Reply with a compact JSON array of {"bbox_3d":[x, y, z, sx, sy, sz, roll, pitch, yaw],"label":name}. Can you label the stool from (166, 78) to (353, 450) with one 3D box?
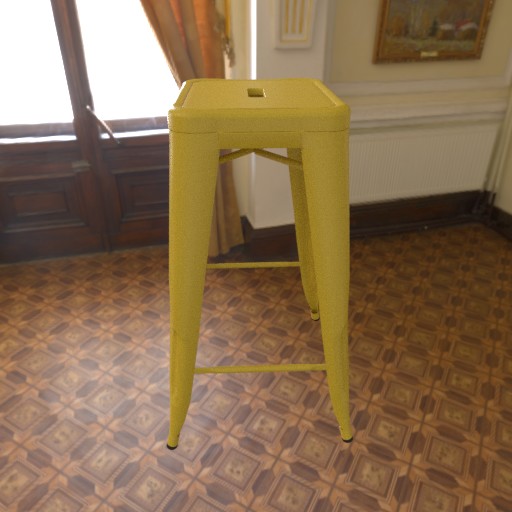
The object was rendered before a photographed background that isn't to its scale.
[{"bbox_3d":[0.000,0.000,0.860,0.359,0.609,0.399,-1,30,-3],"label":"stool"}]
